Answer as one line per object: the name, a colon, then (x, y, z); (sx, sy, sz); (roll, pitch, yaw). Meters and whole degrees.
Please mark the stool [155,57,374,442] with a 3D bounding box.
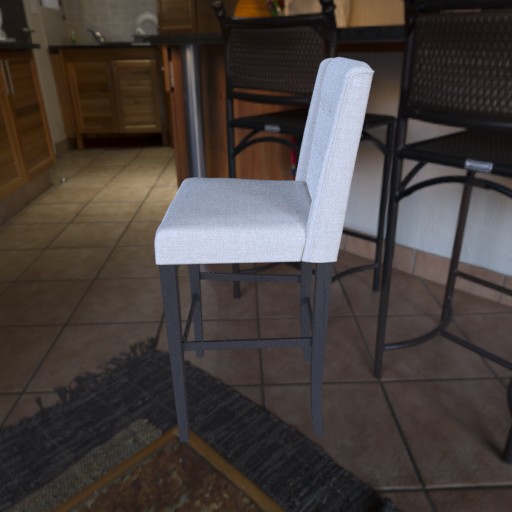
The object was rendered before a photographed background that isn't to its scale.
stool: (0.000, 0.000, 1.373); (0.509, 1.116, 0.474); (0, 26, 0)
